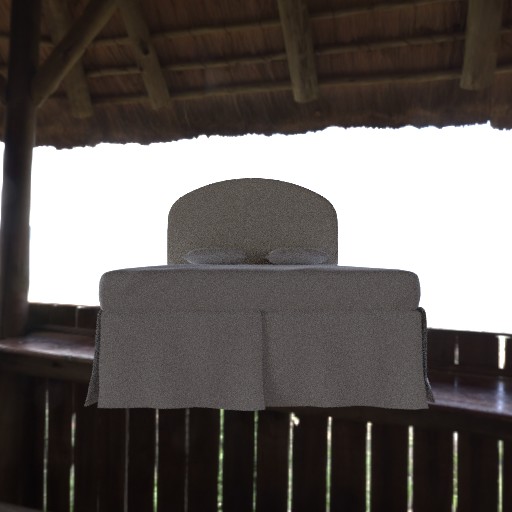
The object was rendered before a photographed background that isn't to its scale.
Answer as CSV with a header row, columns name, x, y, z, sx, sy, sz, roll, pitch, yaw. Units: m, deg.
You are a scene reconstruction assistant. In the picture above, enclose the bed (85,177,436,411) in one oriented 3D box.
name,x,y,z,sx,sy,sz,roll,pitch,yaw
bed,0.000,0.000,2.977,1.607,1.410,2.005,0,0,-2
